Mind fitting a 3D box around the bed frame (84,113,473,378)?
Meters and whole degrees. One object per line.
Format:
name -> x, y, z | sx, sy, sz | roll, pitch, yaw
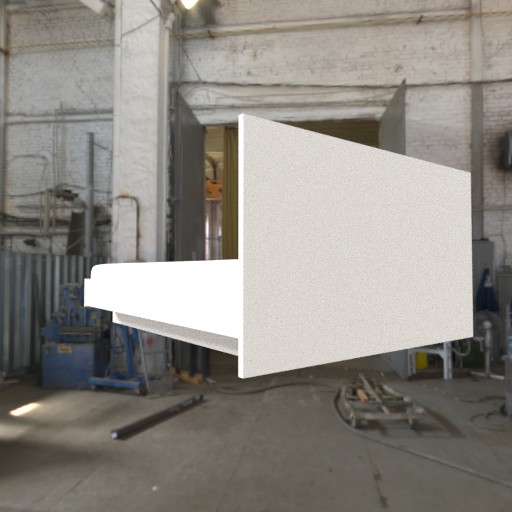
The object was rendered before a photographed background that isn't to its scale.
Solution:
bed frame -> 0.000, 0.000, 3.022 | 1.711, 1.001, 2.100 | 1, -2, -37
